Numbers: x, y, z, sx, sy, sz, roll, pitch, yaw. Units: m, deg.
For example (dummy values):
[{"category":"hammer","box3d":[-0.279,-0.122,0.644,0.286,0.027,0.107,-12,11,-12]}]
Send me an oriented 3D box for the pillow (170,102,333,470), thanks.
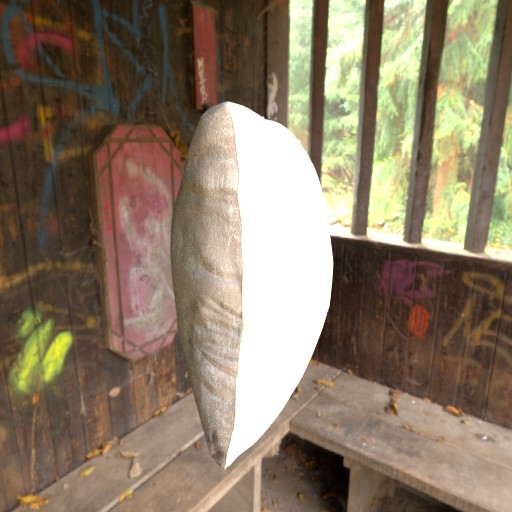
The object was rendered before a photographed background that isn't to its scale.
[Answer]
[{"category":"pillow","box3d":[0.000,0.000,0.716,0.245,0.448,0.450,2,16,8]}]
